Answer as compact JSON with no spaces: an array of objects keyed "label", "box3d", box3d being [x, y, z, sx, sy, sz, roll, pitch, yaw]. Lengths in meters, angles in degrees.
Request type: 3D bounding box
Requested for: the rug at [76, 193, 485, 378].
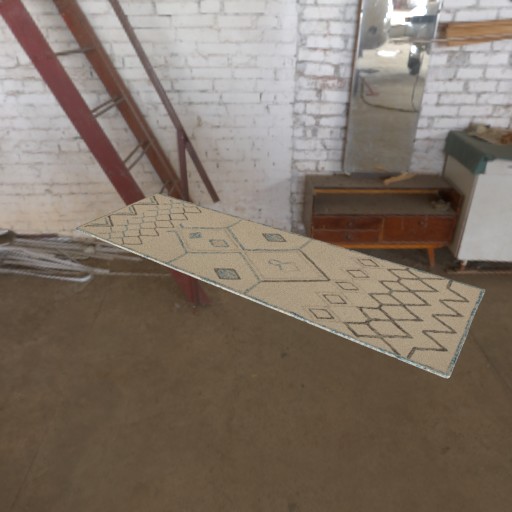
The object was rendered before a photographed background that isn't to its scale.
[{"label":"rug","box3d":[0.000,0.000,2.682,2.434,0.013,0.770,19,35,29]}]
